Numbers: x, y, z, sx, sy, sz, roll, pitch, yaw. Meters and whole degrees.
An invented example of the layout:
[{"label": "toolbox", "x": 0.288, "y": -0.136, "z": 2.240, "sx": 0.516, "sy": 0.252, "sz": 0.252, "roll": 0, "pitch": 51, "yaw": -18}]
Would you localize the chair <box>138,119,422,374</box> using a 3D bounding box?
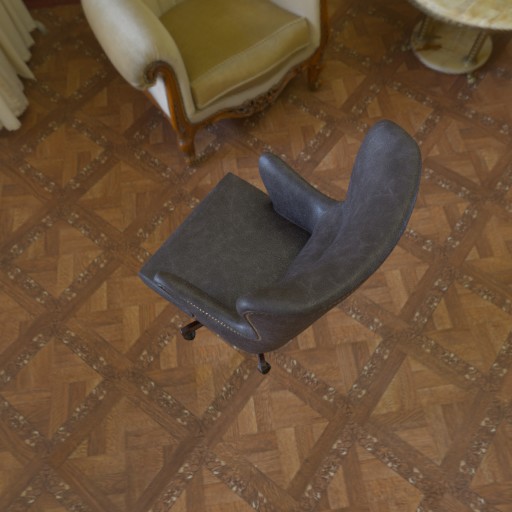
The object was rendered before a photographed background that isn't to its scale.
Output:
[{"label": "chair", "x": 0.000, "y": 0.000, "z": 1.457, "sx": 0.717, "sy": 1.037, "sz": 0.594, "roll": 33, "pitch": 69, "yaw": 14}]
